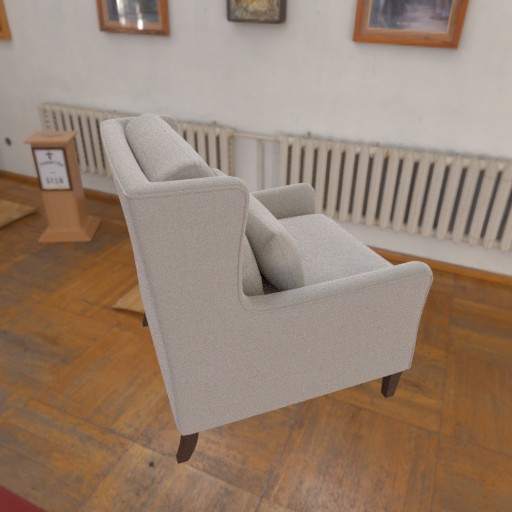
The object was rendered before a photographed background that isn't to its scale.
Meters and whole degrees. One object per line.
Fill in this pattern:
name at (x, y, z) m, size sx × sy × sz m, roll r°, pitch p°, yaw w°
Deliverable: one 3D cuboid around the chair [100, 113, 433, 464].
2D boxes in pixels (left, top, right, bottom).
chair at (0.000, 0.000, 1.823) m, size 1.040 × 1.056 × 0.982 m, roll -10°, pitch 30°, yaw -18°
